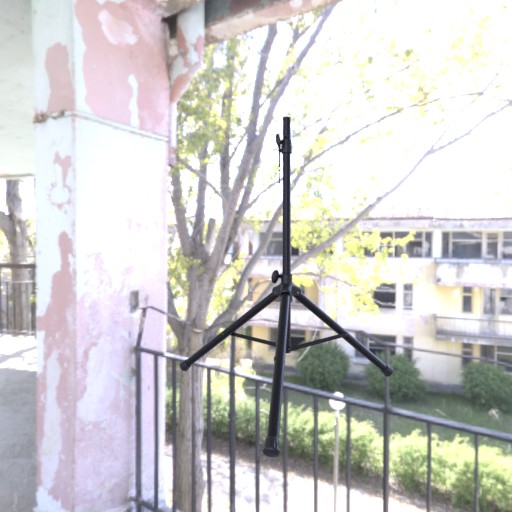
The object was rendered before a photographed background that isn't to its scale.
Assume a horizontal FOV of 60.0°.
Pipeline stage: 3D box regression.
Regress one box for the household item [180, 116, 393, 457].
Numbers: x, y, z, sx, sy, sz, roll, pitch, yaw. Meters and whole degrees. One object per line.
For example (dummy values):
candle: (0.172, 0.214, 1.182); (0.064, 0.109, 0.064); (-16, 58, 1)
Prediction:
household item: (0.000, 0.000, 1.913); (0.907, 1.136, 1.045); (1, 1, 37)
